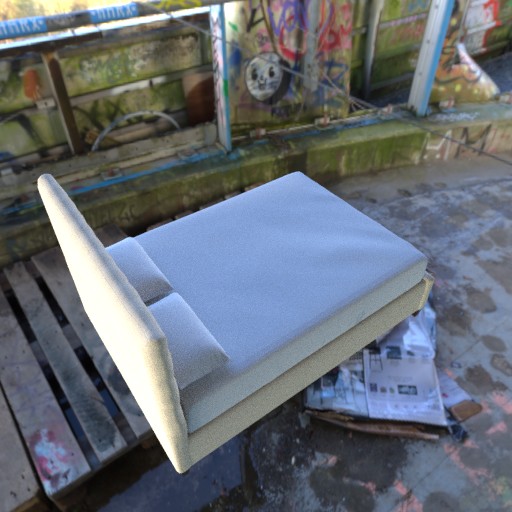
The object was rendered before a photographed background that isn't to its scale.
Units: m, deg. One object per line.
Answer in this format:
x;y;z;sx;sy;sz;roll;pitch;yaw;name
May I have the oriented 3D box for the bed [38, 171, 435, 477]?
0.000;0.000;3.381;2.387;1.427;1.698;-26;48;-26;bed
